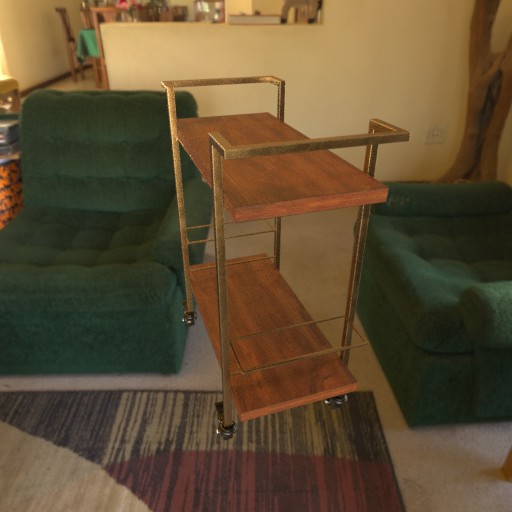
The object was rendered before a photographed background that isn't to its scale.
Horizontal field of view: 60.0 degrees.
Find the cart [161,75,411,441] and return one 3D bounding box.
[{"bbox_3d":[0.000,0.000,1.198,0.364,0.807,0.695,-9,31,-16],"label":"cart"}]
